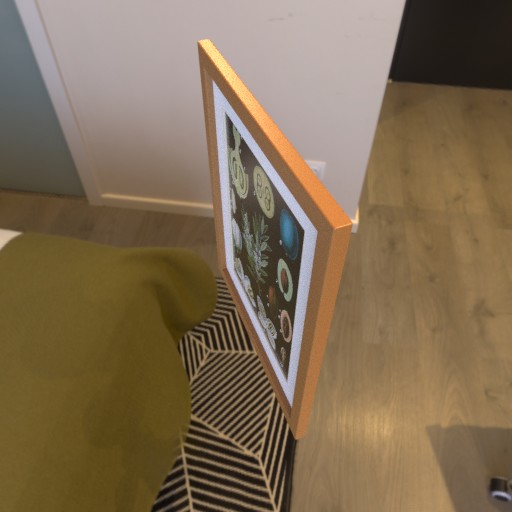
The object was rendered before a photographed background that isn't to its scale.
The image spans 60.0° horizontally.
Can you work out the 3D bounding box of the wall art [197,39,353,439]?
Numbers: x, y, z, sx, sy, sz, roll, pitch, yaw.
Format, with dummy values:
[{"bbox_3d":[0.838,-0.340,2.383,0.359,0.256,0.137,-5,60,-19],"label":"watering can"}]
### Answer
[{"bbox_3d":[0.000,0.000,0.524,0.015,0.379,0.310,-16,50,-14],"label":"wall art"}]
